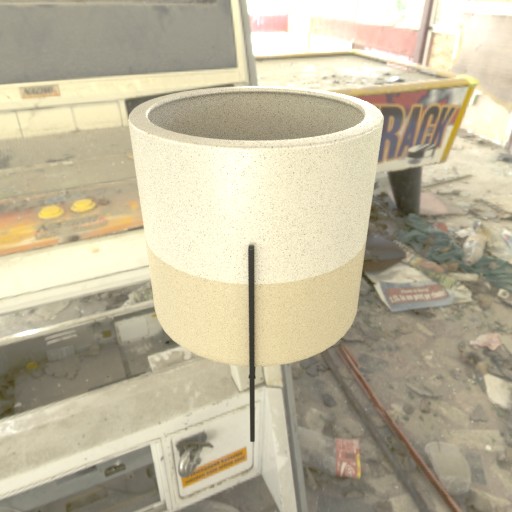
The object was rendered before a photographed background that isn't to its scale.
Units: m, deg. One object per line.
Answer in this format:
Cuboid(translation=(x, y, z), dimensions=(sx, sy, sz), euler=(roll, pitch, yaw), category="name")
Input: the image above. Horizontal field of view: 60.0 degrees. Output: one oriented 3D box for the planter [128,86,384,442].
Cuboid(translation=(0.000, 0.000, 0.753), dimensions=(0.359, 0.484, 0.368), euler=(1, 31, 2), category="planter")
